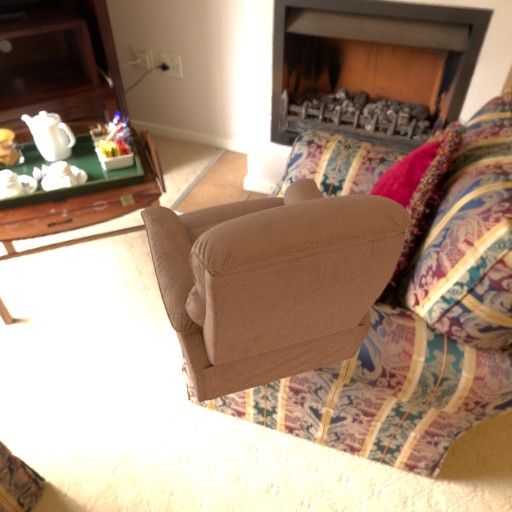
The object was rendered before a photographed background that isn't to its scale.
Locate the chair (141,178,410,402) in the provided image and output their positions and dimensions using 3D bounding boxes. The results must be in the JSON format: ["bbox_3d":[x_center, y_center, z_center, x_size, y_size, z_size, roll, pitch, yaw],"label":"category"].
[{"bbox_3d":[0.000,0.000,1.805,0.820,1.037,1.004,-12,44,-13],"label":"chair"}]
